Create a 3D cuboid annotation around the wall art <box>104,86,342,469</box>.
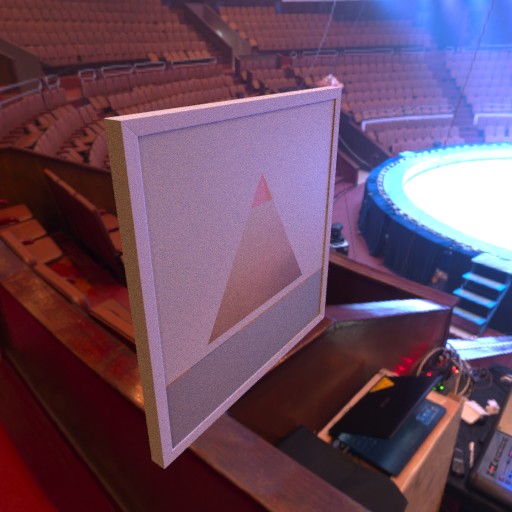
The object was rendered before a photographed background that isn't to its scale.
[{"bbox_3d":[0.000,0.000,1.135,0.041,0.765,0.768,17,30,32],"label":"wall art"}]
